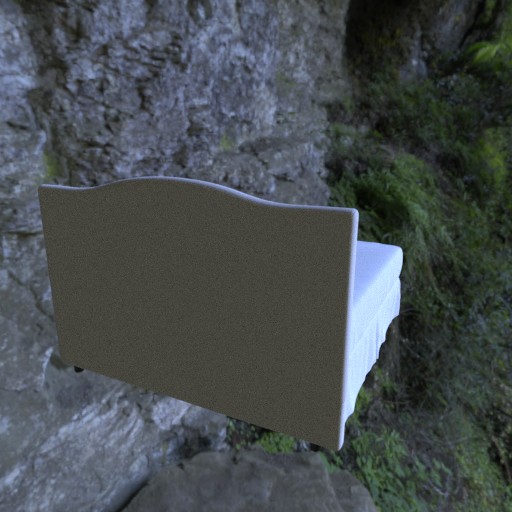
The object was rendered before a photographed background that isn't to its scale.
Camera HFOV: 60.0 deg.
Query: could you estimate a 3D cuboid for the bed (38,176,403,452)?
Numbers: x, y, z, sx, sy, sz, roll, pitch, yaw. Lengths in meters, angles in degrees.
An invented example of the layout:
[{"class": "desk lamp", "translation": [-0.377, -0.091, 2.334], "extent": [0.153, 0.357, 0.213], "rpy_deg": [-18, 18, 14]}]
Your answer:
[{"class": "bed", "translation": [0.000, 0.000, 3.491], "extent": [2.083, 1.421, 2.182], "rpy_deg": [8, 18, 26]}]
